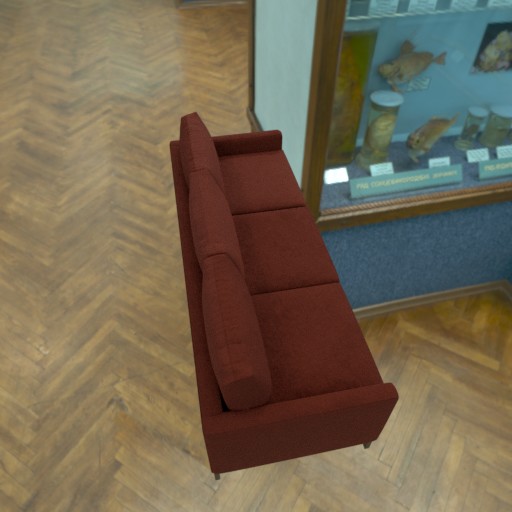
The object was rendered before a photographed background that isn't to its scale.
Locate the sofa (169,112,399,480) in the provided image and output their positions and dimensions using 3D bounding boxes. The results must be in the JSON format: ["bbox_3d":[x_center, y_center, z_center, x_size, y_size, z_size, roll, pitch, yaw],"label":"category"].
[{"bbox_3d":[0.000,0.000,2.719,0.875,0.879,2.252,-8,47,-8],"label":"sofa"}]
